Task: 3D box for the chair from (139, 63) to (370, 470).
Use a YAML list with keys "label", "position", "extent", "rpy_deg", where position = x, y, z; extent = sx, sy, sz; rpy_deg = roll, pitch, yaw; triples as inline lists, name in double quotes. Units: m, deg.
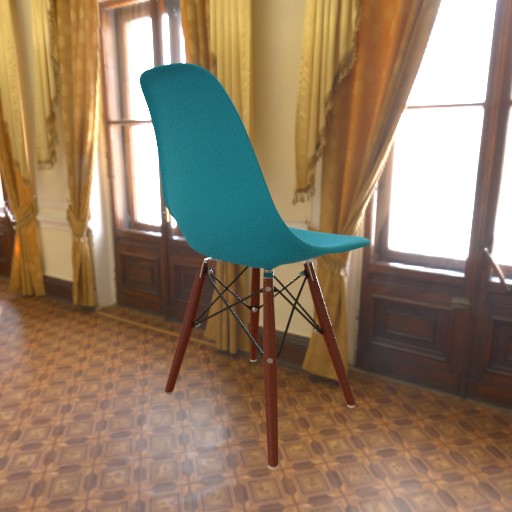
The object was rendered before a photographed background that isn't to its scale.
- label: "chair"
  position: [0.000, 0.000, 1.117]
  extent: [0.533, 0.826, 0.470]
  rpy_deg: [-13, 18, -44]
